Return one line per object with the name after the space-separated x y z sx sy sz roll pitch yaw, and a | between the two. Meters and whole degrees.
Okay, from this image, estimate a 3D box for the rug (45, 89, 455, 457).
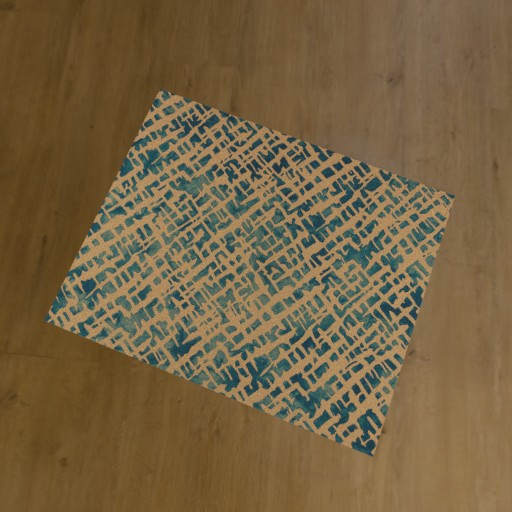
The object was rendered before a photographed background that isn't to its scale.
0.000 0.000 3.977 3.007 0.007 2.435 21 78 5 | rug
